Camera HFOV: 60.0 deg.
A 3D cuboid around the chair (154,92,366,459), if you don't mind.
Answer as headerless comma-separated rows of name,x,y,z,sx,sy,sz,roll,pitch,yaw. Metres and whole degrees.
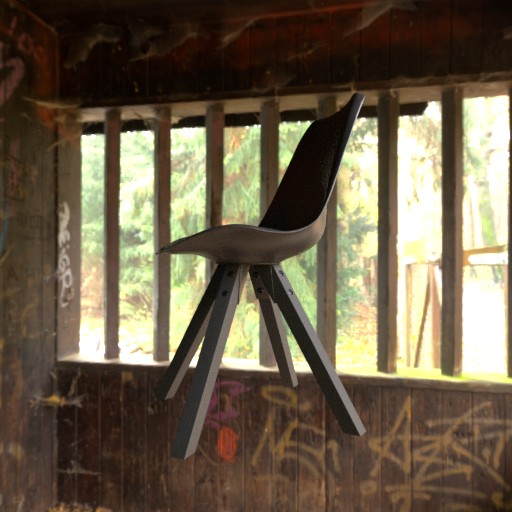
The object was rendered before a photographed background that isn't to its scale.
chair,0.000,0.000,1.196,0.530,0.850,0.485,0,0,-17
